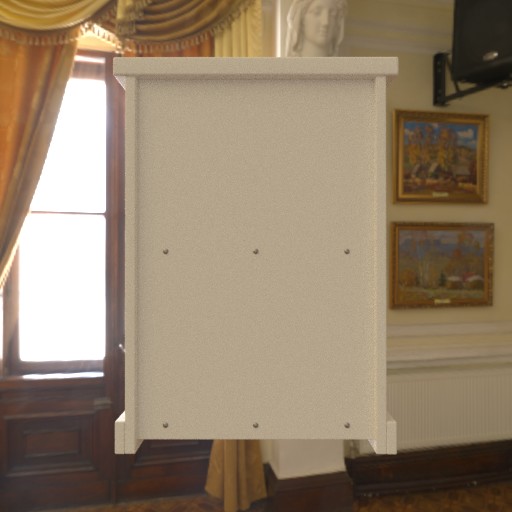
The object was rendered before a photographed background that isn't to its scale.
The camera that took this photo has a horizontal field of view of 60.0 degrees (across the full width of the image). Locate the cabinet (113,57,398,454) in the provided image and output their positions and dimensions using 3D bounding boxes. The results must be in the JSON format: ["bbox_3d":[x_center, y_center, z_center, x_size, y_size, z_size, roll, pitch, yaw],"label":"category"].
[{"bbox_3d":[0.000,0.000,1.018,0.520,0.723,0.431,0,0,0],"label":"cabinet"}]
